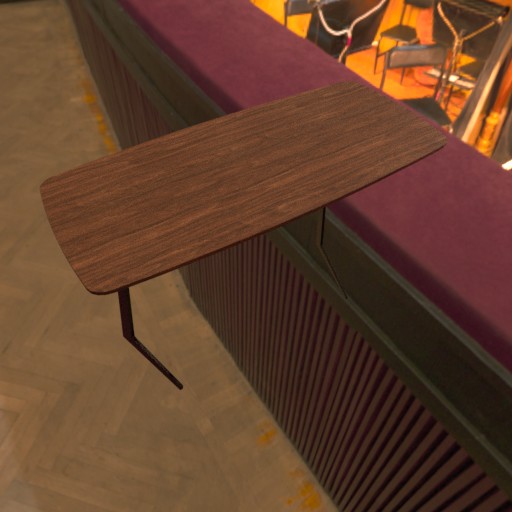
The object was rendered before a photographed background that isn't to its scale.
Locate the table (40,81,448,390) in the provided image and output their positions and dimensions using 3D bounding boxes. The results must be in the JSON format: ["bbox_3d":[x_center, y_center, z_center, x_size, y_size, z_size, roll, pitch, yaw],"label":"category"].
[{"bbox_3d":[0.000,0.000,1.105,0.804,0.576,0.361,-25,52,-21],"label":"table"}]
